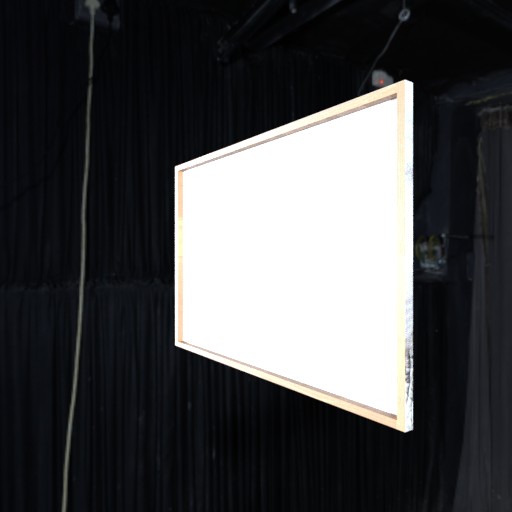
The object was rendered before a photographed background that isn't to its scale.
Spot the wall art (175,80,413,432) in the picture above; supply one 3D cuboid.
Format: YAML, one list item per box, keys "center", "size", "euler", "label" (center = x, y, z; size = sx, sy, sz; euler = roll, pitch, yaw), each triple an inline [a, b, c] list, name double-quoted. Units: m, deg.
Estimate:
- center: [0.000, 0.000, 1.140]
  size: [0.023, 0.607, 0.914]
  euler: [0, 0, -36]
  label: "wall art"
